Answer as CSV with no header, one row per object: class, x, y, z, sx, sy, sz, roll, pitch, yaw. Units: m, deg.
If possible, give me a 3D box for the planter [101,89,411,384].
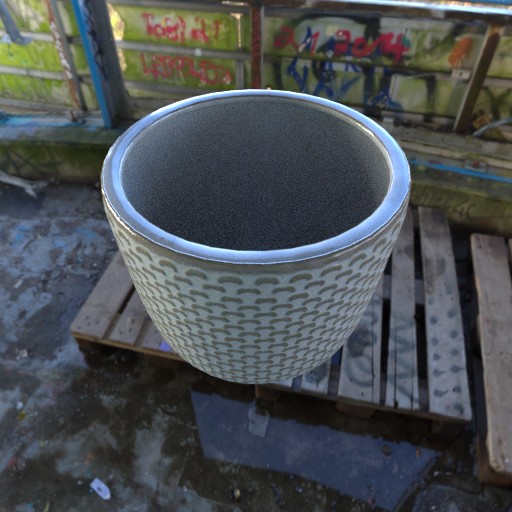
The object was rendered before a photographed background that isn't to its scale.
planter,0.000,0.000,0.305,0.173,0.160,0.173,0,45,0
